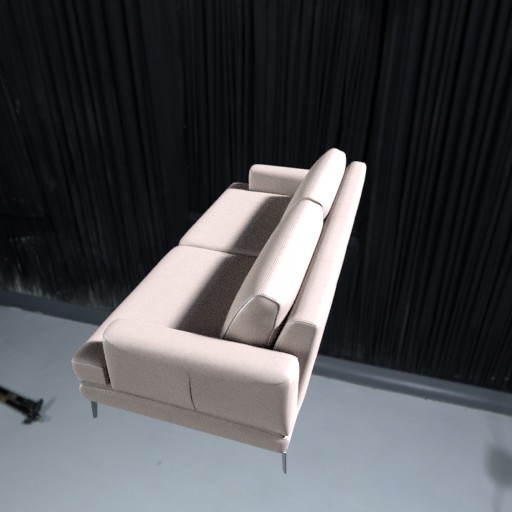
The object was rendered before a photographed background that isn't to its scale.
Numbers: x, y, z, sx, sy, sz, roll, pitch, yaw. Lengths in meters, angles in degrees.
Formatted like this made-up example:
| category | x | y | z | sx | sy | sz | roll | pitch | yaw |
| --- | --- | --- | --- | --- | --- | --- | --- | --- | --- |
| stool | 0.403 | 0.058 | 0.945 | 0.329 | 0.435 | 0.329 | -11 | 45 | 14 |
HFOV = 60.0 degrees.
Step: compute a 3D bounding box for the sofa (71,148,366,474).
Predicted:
| category | x | y | z | sx | sy | sz | roll | pitch | yaw |
| --- | --- | --- | --- | --- | --- | --- | --- | --- | --- |
| sofa | 0.000 | 0.000 | 2.419 | 0.974 | 0.765 | 1.940 | 9 | 33 | 15 |
